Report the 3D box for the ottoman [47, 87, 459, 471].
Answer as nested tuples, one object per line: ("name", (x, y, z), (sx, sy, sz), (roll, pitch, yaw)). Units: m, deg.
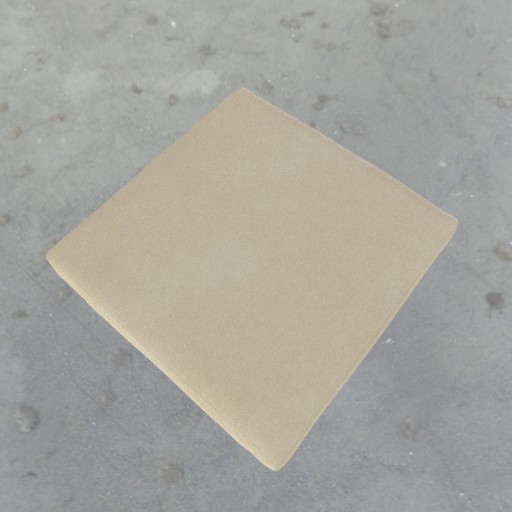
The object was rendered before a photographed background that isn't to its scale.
("ottoman", (0.000, 0.000, 1.891), (1.190, 0.522, 1.205), (37, 69, 16))
